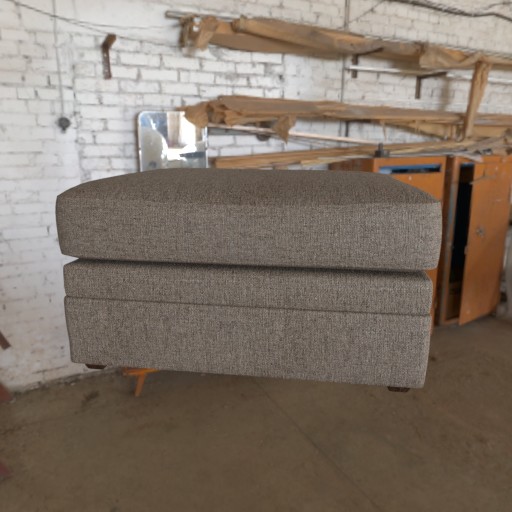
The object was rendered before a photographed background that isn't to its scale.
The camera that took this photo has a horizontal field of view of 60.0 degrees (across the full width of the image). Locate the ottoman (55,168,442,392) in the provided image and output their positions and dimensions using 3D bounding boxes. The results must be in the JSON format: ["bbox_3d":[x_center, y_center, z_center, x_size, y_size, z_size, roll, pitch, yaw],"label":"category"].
[{"bbox_3d":[0.000,0.000,1.274,0.885,0.478,0.637,2,15,8],"label":"ottoman"}]
